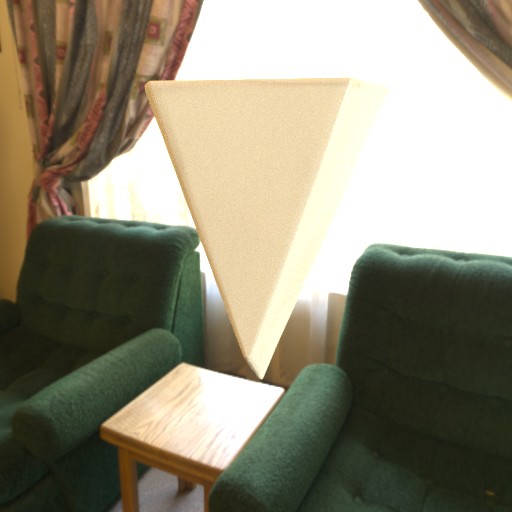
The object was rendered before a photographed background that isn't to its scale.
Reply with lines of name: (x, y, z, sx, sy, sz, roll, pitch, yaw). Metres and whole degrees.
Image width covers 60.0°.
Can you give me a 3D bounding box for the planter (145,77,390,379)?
planter: (0.000, 0.000, 0.273, 0.150, 0.197, 0.060, 3, 16, 9)
